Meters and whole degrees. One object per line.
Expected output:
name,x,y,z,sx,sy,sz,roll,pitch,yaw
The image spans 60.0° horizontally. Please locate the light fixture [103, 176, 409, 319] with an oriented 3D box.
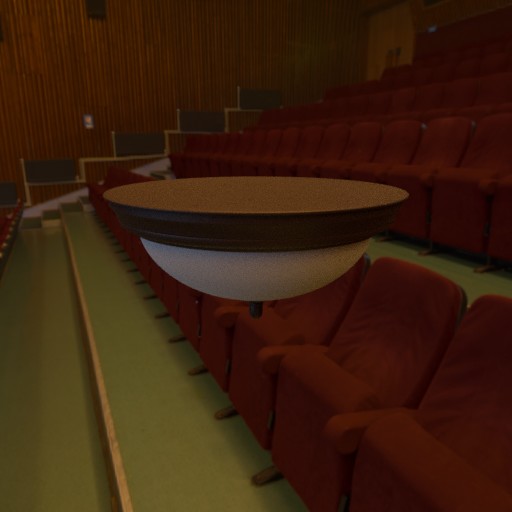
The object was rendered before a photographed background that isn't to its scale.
light fixture,0.000,0.000,0.444,0.280,0.135,0.280,0,15,0
